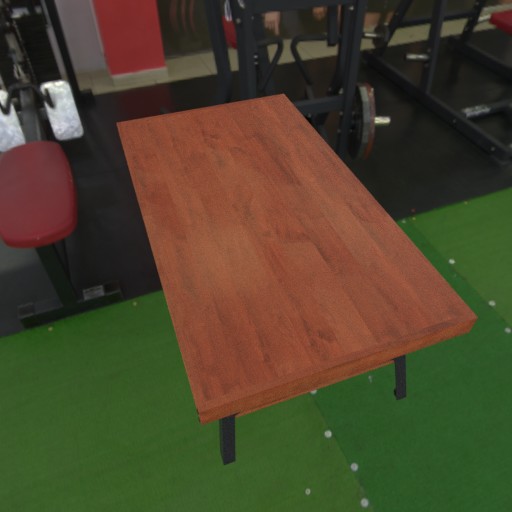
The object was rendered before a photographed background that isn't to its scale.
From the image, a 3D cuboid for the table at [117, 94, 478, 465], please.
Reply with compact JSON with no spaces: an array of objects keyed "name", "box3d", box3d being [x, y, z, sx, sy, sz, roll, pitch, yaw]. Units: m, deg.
[{"name":"table","box3d":[0.000,0.000,1.373,0.610,0.457,1.067,-15,48,-14]}]
